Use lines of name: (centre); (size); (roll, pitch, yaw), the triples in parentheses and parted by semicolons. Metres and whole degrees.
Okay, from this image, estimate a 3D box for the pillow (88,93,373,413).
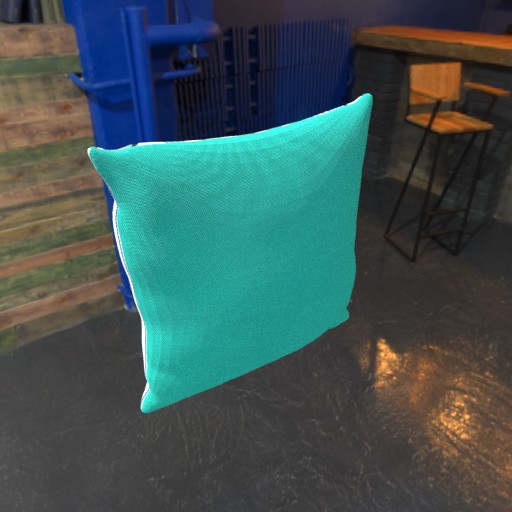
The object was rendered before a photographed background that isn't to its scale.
pillow: (0.000, 0.000, 0.693); (0.440, 0.441, 0.182); (-19, 37, -28)
